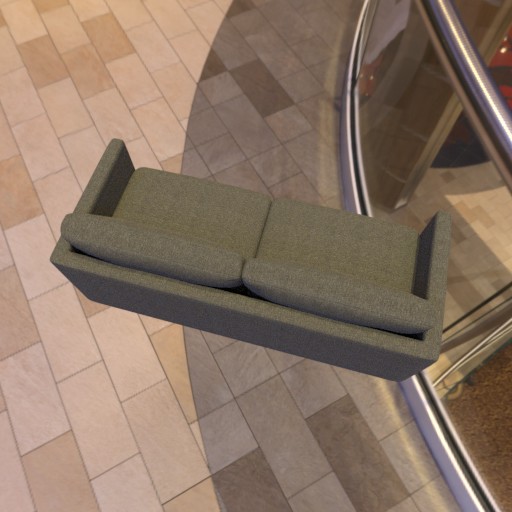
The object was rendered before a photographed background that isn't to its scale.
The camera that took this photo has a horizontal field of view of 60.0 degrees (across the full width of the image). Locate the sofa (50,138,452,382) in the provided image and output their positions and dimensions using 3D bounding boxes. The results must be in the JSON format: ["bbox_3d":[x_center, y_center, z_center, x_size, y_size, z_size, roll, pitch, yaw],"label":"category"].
[{"bbox_3d":[0.000,0.000,2.812,2.208,0.965,0.948,14,65,6],"label":"sofa"}]
